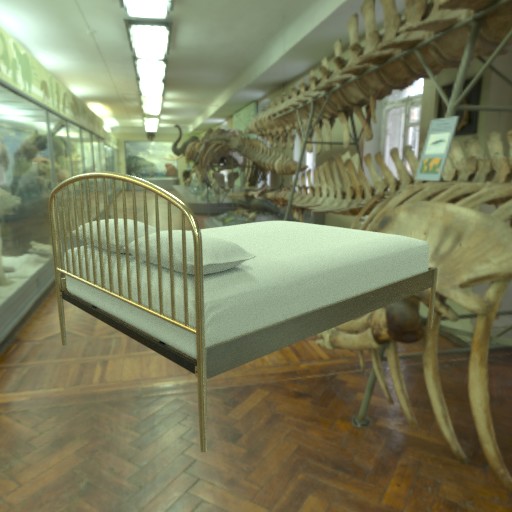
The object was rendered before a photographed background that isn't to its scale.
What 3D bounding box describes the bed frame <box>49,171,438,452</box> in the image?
[{"bbox_3d":[0.000,0.000,3.065,2.152,1.175,1.612,-11,16,-42],"label":"bed frame"}]
